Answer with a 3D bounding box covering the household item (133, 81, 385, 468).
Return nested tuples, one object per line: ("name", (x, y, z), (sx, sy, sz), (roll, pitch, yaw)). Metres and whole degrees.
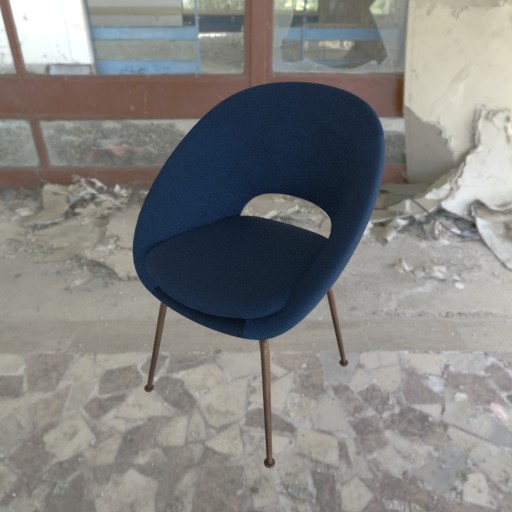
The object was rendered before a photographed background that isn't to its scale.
("household item", (0.000, 0.000, 1.246), (0.623, 0.852, 0.573), (19, 35, 30))
